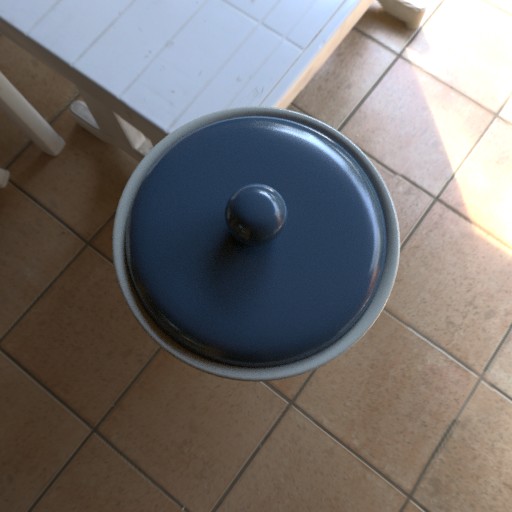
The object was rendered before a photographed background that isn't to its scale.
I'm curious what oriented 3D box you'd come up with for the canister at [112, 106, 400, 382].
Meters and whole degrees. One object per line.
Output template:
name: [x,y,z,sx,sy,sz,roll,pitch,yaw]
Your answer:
canister: [0.000,0.000,0.337,0.182,0.208,0.182,0,75,0]
